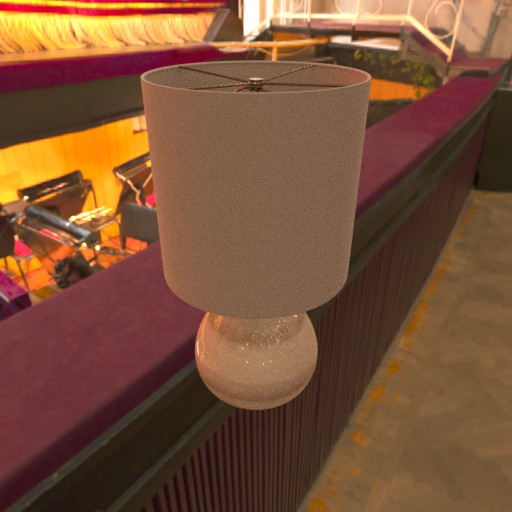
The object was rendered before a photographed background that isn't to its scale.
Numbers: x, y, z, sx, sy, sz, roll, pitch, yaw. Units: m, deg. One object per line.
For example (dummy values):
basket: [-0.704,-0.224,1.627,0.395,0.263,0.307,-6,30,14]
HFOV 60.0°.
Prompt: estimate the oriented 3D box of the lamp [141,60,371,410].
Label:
lamp: [0.000,0.000,0.525,0.217,0.404,0.217,21,36,32]
